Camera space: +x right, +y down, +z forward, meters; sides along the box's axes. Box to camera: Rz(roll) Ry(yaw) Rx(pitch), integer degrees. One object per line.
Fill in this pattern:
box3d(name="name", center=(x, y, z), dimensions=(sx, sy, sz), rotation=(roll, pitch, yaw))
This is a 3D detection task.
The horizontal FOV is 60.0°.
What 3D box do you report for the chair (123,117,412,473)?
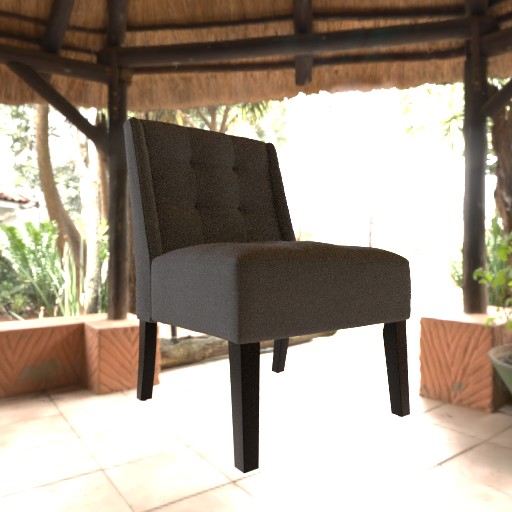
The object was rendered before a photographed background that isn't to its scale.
box3d(name="chair", center=(0.000, 0.000, 1.279), dimensions=(0.569, 0.853, 0.676), rotation=(0, 1, -36))
